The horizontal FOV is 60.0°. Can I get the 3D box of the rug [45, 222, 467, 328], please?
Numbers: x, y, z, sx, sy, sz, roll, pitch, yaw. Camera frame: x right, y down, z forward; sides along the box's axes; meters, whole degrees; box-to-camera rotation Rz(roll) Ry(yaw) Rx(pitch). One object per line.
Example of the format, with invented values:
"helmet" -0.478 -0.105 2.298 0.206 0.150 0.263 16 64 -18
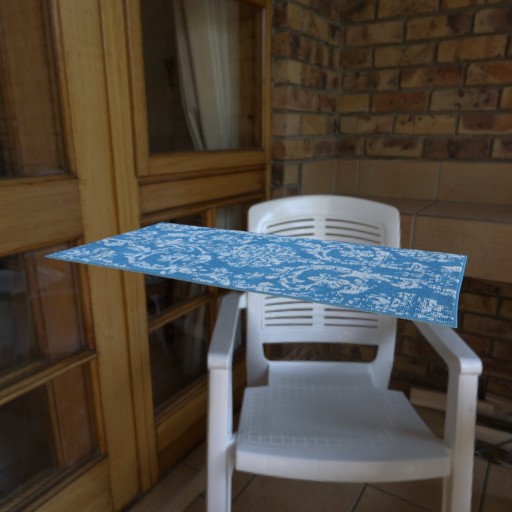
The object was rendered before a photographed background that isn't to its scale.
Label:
"rug" 0.000 0.000 1.426 1.219 0.007 0.604 8 17 25
